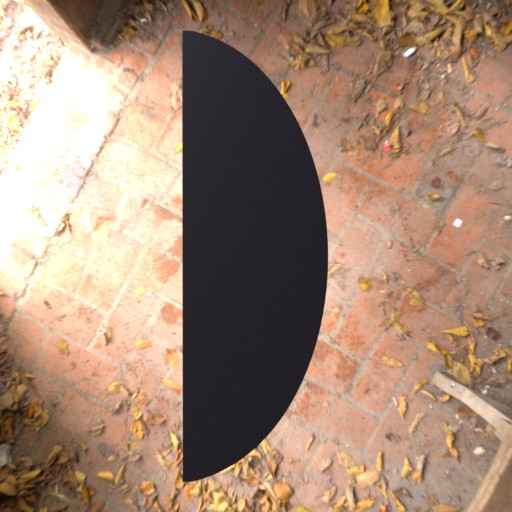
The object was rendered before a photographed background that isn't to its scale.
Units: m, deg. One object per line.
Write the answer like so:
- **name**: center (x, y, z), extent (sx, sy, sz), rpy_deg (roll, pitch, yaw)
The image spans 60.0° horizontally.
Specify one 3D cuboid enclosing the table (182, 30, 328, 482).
- **table**: center (0.000, 0.000, 1.585), extent (0.394, 0.780, 1.219), rpy_deg (0, 91, 0)
